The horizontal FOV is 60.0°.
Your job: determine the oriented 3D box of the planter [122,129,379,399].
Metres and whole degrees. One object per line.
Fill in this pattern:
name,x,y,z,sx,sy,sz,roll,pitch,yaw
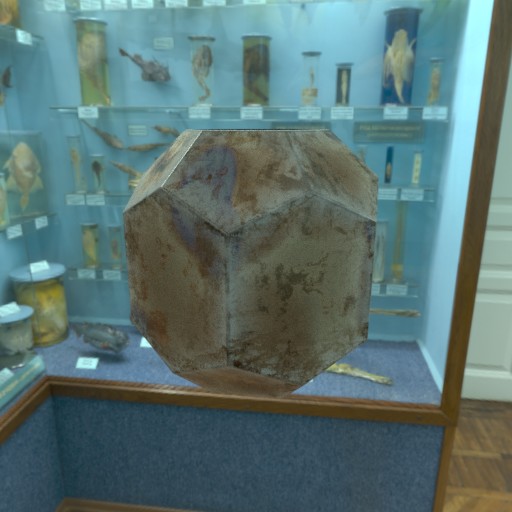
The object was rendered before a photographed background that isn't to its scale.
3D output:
planter,0.000,0.000,0.433,0.221,0.238,0.243,3,17,9
